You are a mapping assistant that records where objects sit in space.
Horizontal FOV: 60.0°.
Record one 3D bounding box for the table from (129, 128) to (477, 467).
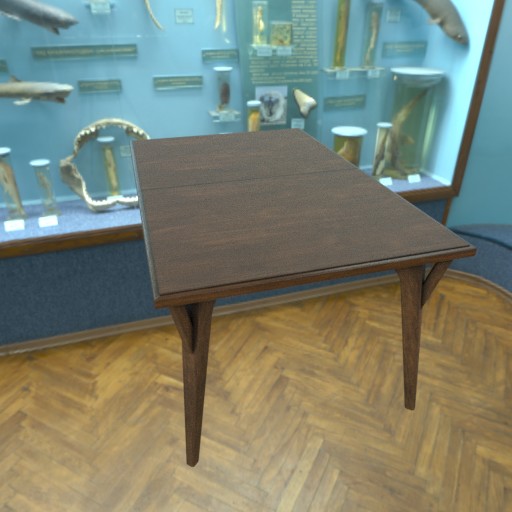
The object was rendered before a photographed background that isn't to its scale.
[{"bbox_3d":[0.000,0.000,2.078,0.990,0.761,1.524,-8,31,-14],"label":"table"}]
